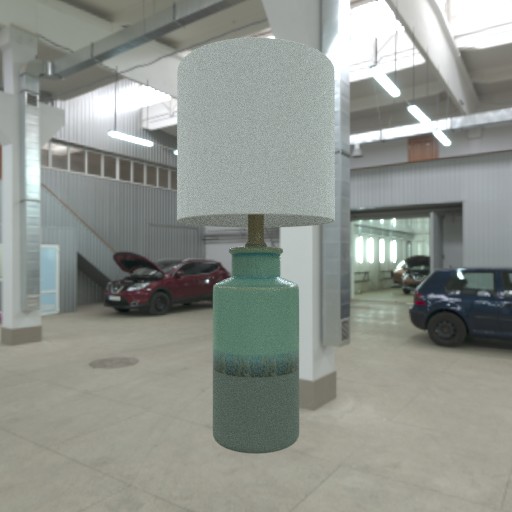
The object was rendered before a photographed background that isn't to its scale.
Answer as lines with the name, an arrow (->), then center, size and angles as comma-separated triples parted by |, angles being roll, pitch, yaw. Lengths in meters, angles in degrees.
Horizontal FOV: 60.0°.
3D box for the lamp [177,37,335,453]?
lamp -> 0.000, 0.000, 0.604 | 0.212, 0.493, 0.212 | 0, 0, 0
